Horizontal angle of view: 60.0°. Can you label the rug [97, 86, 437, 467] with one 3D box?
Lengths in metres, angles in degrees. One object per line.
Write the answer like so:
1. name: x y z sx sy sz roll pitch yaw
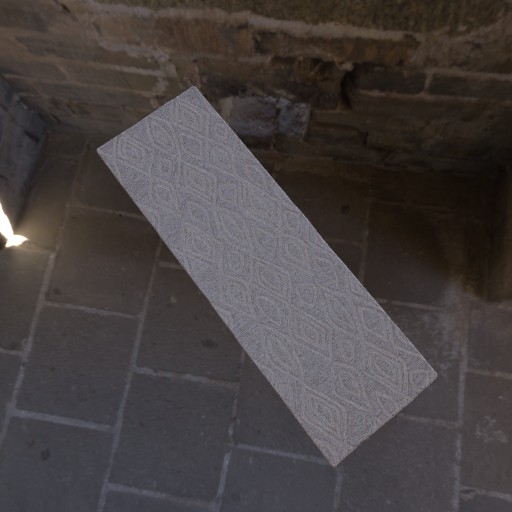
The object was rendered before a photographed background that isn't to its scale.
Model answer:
1. rug: 0.000 0.000 2.741 0.807 0.013 2.436 -37 78 -9
